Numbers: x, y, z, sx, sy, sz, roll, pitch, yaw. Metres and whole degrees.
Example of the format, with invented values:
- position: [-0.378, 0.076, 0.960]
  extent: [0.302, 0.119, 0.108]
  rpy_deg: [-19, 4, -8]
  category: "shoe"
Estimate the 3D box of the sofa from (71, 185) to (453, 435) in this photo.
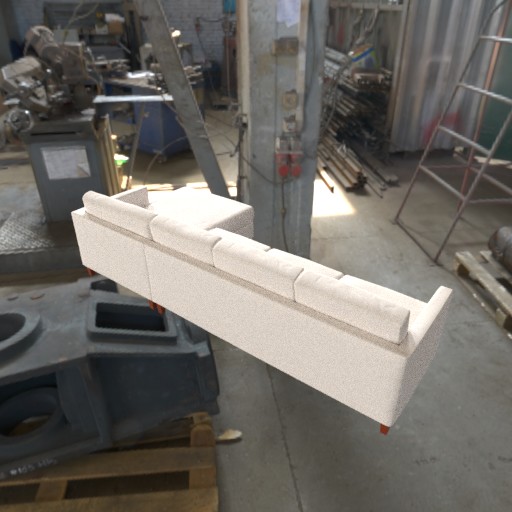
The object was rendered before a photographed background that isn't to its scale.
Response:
- position: [0.000, 0.000, 4.195]
  extent: [3.471, 0.954, 1.606]
  rpy_deg: [21, 36, 31]
  category: "sofa"
